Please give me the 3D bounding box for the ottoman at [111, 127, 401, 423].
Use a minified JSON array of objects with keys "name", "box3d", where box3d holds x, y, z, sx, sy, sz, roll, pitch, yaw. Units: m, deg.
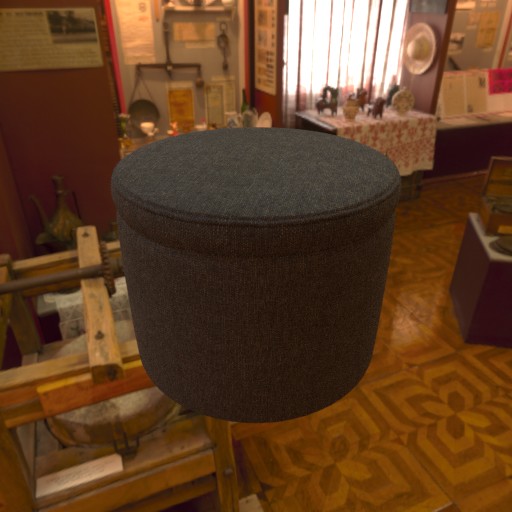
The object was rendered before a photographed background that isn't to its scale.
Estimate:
[{"name":"ottoman","box3d":[0.000,0.000,0.907,0.520,0.430,0.520,0,30,0]}]
